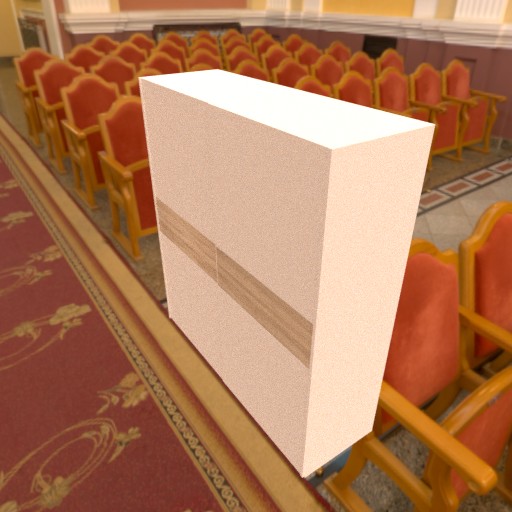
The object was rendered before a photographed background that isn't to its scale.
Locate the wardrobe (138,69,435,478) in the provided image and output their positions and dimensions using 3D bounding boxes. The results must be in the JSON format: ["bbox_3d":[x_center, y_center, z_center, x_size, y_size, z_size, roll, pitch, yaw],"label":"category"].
[{"bbox_3d":[0.000,0.000,2.919,0.600,2.020,1.830,-20,36,-29],"label":"wardrobe"}]
